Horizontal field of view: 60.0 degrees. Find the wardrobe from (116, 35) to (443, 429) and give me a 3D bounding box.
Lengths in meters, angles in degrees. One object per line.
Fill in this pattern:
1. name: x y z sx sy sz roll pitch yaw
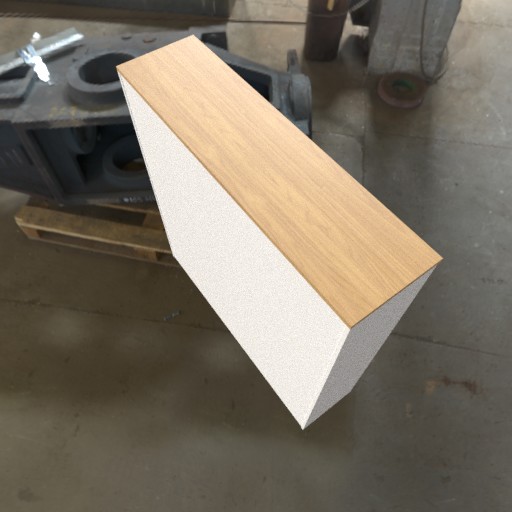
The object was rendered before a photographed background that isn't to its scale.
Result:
1. wardrobe: 0.000 0.000 3.369 0.590 2.260 2.160 -32 64 -18
